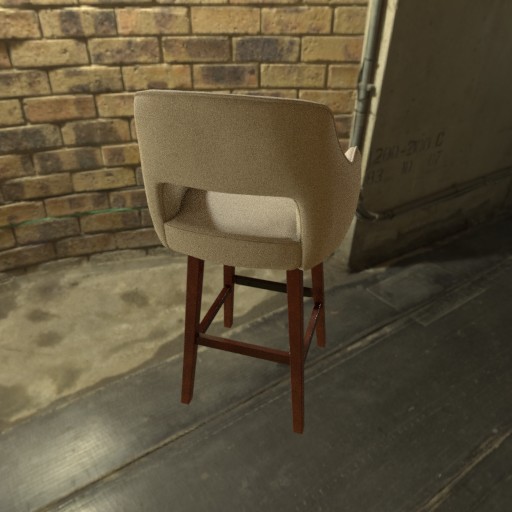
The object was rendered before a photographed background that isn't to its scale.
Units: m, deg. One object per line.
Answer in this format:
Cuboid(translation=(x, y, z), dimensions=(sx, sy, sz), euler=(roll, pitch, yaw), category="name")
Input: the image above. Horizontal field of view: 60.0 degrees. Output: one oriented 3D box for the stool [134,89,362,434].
Cuboid(translation=(0.000, 0.000, 1.343), dimensions=(0.550, 1.041, 0.560), euler=(9, 32, 15), category="stool")
